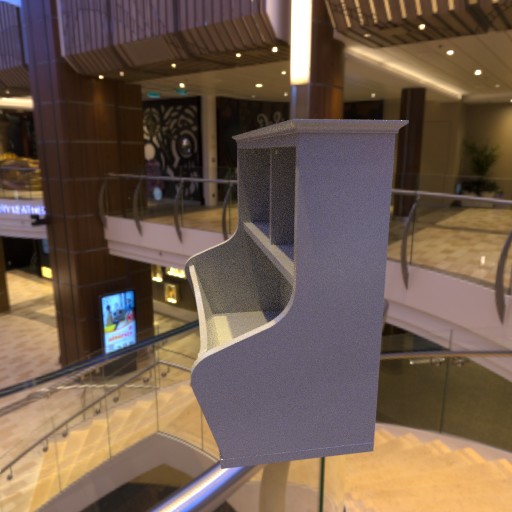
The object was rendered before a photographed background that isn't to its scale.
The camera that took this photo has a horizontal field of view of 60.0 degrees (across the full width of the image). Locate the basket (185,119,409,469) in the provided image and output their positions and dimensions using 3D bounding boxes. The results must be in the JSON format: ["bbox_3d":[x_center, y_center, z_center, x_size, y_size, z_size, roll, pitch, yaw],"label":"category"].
[{"bbox_3d":[0.000,0.000,1.105,0.350,0.600,0.780,-2,13,-9],"label":"basket"}]
